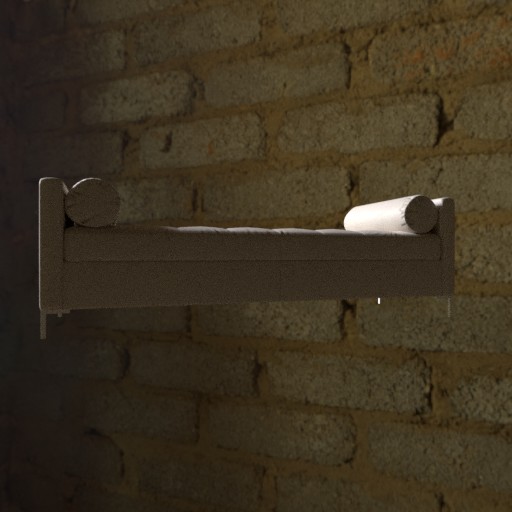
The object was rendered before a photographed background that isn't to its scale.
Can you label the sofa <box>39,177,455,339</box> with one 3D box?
[{"bbox_3d":[0.000,0.000,2.330,1.981,0.635,0.686,0,0,-18],"label":"sofa"}]
